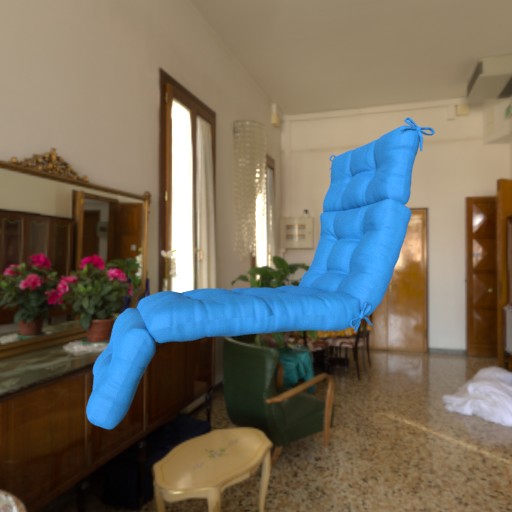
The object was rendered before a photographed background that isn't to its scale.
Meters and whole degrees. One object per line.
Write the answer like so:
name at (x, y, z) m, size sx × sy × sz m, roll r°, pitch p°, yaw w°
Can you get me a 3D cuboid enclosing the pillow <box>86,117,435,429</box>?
pillow at (0.000, 0.000, 1.451) m, size 1.016 × 0.863 × 0.526 m, roll 0°, pitch -1°, yaw -18°
